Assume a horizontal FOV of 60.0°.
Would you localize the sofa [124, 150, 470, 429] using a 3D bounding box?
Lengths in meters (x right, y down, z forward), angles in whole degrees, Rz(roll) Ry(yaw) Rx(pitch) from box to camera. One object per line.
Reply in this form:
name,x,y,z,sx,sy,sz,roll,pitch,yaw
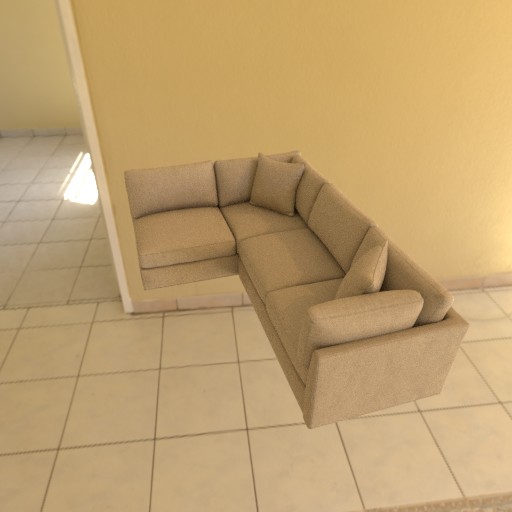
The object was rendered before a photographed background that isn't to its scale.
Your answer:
sofa,0.000,0.000,3.849,1.994,0.978,2.896,-9,34,-14
